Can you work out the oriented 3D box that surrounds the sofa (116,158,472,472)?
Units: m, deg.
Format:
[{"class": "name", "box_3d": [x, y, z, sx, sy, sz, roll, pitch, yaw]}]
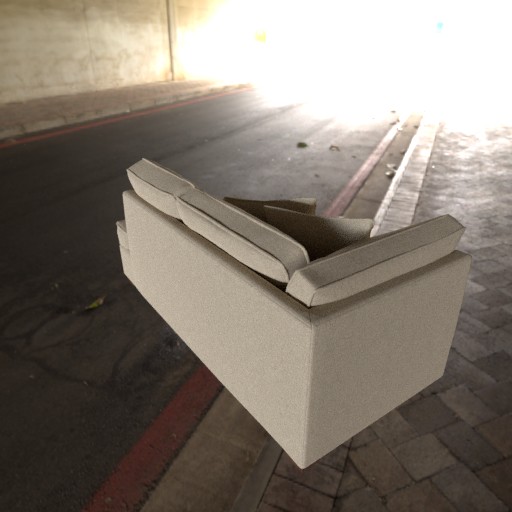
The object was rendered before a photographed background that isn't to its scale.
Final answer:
[{"class": "sofa", "box_3d": [0.000, 0.000, 2.836, 1.110, 1.033, 2.237, -17, 31, -31]}]
